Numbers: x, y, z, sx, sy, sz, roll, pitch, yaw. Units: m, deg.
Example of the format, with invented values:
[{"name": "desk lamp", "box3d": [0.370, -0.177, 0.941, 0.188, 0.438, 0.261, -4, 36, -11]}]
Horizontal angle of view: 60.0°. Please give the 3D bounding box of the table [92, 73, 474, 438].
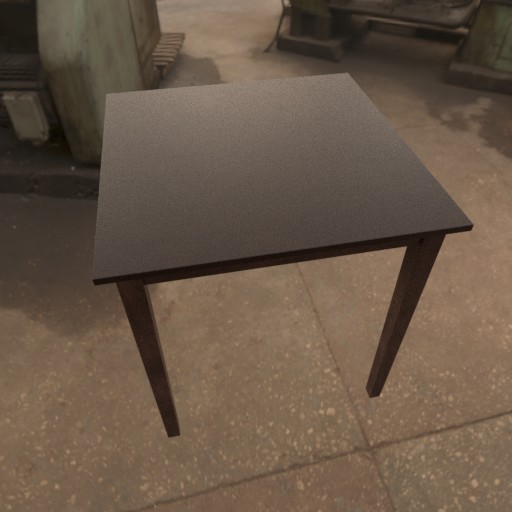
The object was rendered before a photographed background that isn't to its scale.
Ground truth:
[{"name": "table", "box3d": [0.000, 0.000, 1.375, 0.749, 0.770, 0.749, -8, 46, -8]}]
